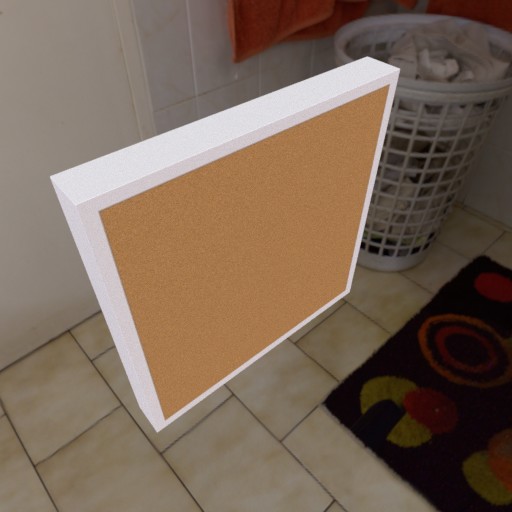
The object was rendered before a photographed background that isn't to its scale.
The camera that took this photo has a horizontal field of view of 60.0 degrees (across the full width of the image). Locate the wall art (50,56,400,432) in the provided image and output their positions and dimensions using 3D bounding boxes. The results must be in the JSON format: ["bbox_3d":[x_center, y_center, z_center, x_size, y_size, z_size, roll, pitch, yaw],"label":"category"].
[{"bbox_3d":[0.000,0.000,0.443,0.305,0.305,0.038,-31,52,-27],"label":"wall art"}]
